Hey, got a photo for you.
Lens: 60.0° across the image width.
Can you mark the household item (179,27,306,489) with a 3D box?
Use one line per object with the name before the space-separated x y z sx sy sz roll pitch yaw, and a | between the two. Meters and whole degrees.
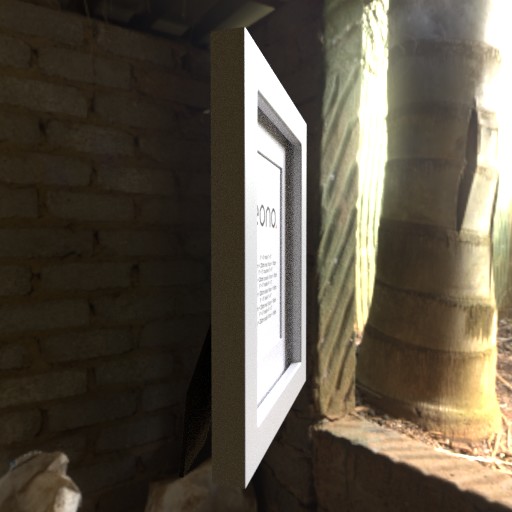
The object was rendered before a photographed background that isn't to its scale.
household item | 0.000 0.000 0.341 0.045 0.250 0.200 0 2 16
